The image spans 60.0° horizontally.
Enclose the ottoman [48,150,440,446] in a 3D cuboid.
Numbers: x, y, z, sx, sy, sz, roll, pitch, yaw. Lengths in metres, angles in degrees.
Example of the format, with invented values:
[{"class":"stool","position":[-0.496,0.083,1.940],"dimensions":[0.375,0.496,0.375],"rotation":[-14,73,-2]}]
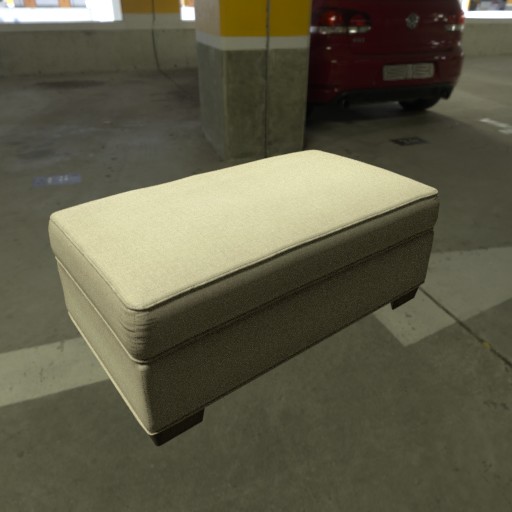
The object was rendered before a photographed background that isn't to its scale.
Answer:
[{"class":"ottoman","position":[0.000,0.000,1.450],"dimensions":[1.097,0.461,0.617],"rotation":[-21,36,-32]}]
